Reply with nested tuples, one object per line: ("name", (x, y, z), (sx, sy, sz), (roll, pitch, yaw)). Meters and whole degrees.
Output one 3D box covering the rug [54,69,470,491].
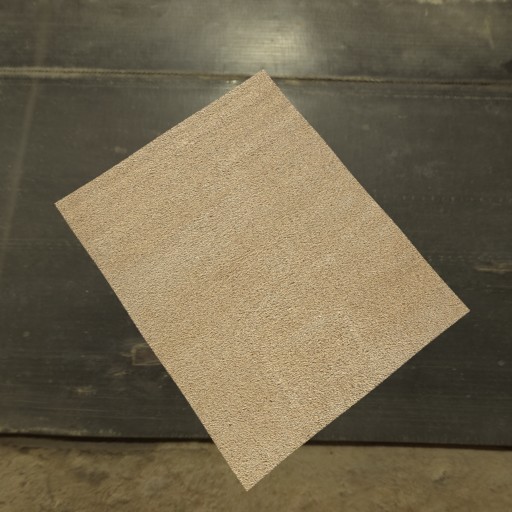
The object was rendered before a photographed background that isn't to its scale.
("rug", (0.000, 0.000, 3.968), (2.400, 0.025, 3.000), (-36, 79, -8))
